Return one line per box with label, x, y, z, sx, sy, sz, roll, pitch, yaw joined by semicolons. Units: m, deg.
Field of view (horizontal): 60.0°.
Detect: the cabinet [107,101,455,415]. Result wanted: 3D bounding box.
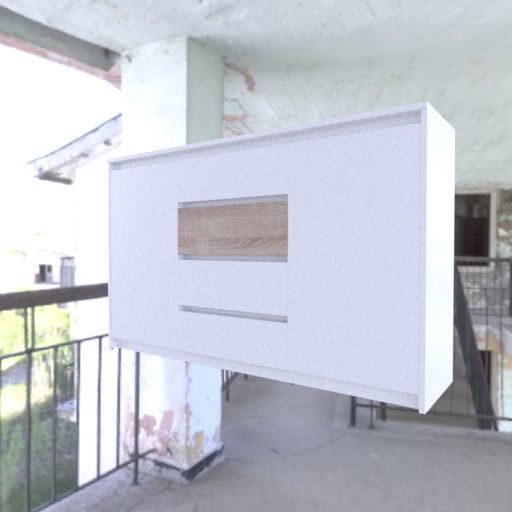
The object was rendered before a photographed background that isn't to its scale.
cabinet;0.000;0.000;1.835;1.450;0.900;0.380;1;1;35
